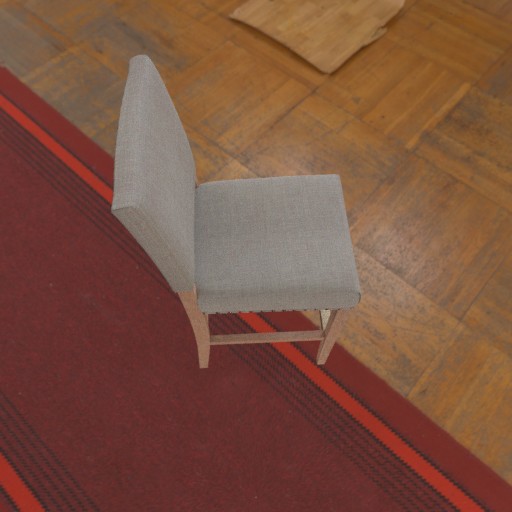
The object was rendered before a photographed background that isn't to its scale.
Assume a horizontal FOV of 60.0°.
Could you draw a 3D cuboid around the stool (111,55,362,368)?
[{"bbox_3d":[0.000,0.000,1.450,0.585,1.203,0.445,-3,61,-1],"label":"stool"}]
